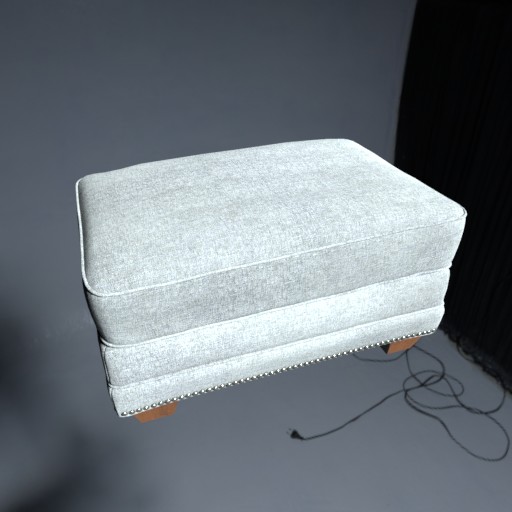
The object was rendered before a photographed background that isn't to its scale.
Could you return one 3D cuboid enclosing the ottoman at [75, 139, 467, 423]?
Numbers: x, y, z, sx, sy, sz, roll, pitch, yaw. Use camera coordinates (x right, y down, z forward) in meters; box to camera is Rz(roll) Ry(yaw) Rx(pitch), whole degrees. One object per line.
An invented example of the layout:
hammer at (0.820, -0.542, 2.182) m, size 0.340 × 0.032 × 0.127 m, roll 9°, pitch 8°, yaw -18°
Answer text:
ottoman at (0.000, 0.000, 1.135) m, size 0.813 × 0.457 × 0.561 m, roll -11°, pitch 34°, yaw -16°
